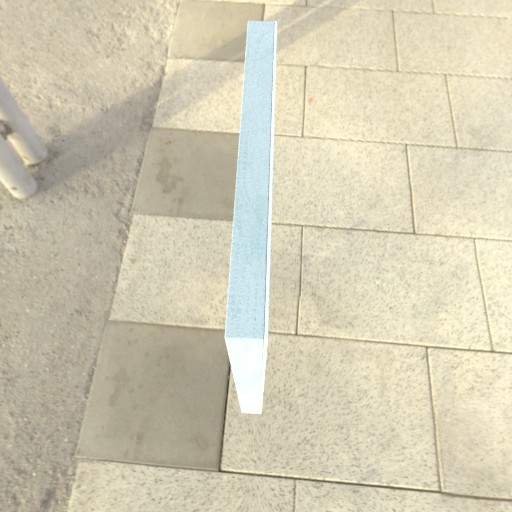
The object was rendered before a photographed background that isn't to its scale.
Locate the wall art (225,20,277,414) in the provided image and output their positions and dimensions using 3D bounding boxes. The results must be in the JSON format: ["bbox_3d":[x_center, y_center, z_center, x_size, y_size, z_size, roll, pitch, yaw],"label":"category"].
[{"bbox_3d":[0.000,0.000,0.695,0.037,0.509,0.409,2,64,1],"label":"wall art"}]
